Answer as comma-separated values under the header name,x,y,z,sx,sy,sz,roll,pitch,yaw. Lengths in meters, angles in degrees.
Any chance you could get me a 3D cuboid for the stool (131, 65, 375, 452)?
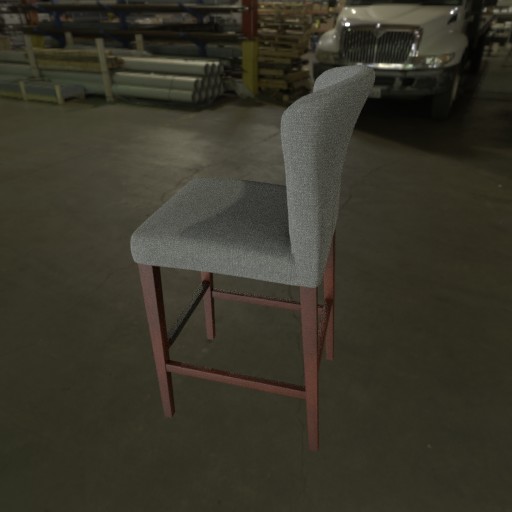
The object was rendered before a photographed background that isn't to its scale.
name,x,y,z,sx,sy,sz,roll,pitch,yaw
stool,0.000,0.000,1.340,0.568,1.069,0.486,8,31,13
